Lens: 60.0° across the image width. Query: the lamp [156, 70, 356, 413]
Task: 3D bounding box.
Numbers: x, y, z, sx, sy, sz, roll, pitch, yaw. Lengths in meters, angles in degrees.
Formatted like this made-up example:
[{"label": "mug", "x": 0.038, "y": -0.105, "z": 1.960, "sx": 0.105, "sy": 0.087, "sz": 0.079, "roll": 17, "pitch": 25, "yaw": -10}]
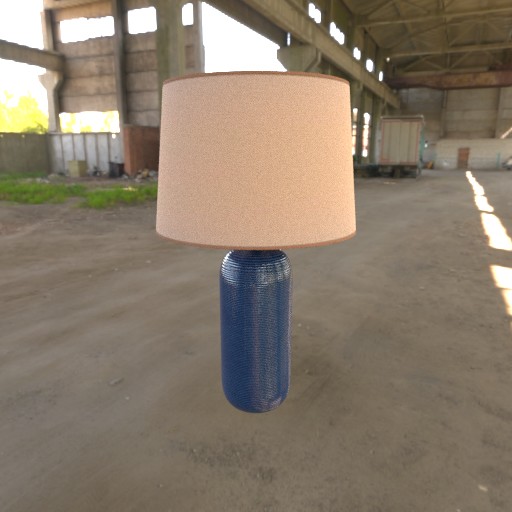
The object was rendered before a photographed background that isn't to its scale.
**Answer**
[{"label": "lamp", "x": 0.000, "y": 0.000, "z": 0.844, "sx": 0.367, "sy": 0.609, "sz": 0.367, "roll": 0, "pitch": 13, "yaw": 0}]
